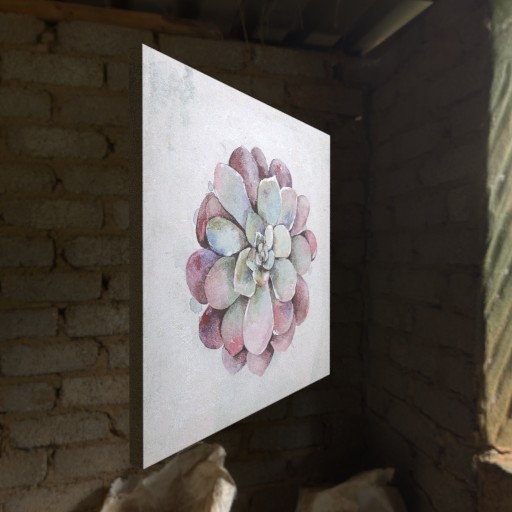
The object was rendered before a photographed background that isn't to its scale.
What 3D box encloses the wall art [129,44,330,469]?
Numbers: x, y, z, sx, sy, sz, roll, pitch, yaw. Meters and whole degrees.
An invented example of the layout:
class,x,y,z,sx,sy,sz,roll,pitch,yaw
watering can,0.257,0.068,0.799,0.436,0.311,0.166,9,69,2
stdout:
class,x,y,z,sx,sy,sz,roll,pitch,yaw
wall art,0.000,0.000,1.113,0.041,0.762,0.762,0,1,35
